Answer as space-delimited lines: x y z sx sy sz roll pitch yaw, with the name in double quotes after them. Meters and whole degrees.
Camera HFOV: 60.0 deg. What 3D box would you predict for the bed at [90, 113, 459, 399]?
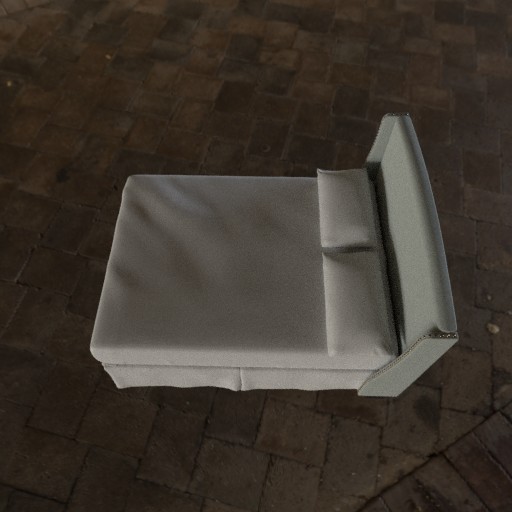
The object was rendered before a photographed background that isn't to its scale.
0.000 0.000 3.295 2.237 1.407 1.710 1 59 1 "bed"
